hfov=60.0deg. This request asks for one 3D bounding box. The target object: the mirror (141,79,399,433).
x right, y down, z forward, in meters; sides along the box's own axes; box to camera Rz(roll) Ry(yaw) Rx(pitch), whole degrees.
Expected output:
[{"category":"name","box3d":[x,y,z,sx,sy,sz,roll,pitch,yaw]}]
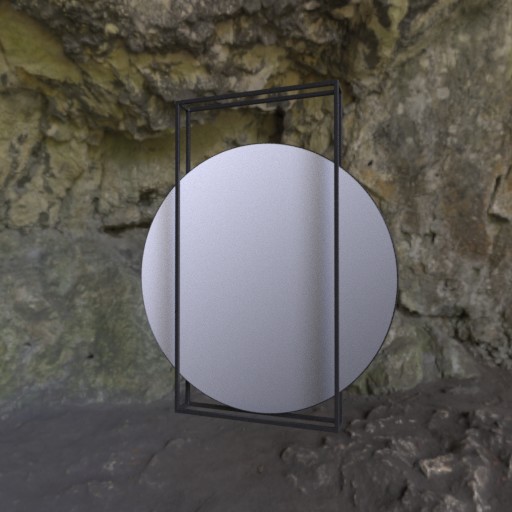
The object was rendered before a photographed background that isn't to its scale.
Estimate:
[{"category":"mirror","box3d":[0.000,0.000,0.830,0.508,0.603,0.051,0,-1,19]}]
